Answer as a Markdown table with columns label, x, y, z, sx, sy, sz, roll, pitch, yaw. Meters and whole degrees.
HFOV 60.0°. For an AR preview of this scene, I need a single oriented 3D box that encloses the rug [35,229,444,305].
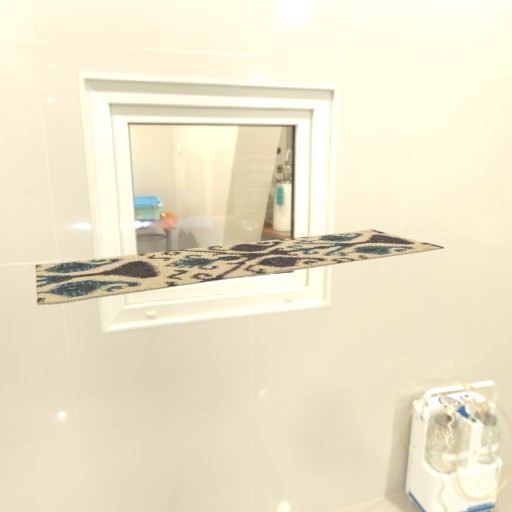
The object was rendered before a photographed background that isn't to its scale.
| label | x | y | z | sx | sy | sz | roll | pitch | yaw |
| --- | --- | --- | --- | --- | --- | --- | --- | --- | --- |
| rug | 0.000 | 0.000 | 2.570 | 2.301 | 0.017 | 0.692 | -7 | 16 | -26 |
